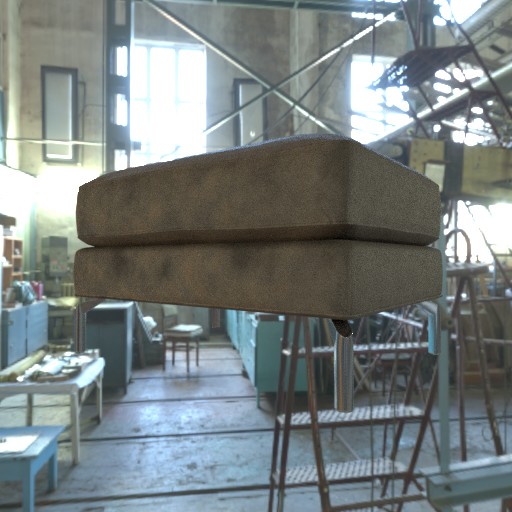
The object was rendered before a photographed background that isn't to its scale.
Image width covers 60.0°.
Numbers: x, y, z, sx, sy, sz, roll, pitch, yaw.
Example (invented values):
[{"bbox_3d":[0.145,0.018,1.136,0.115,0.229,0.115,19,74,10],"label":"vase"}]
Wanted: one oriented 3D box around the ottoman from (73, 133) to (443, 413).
[{"bbox_3d":[0.000,0.000,1.045,0.719,0.456,0.520,0,-1,37],"label":"ottoman"}]
